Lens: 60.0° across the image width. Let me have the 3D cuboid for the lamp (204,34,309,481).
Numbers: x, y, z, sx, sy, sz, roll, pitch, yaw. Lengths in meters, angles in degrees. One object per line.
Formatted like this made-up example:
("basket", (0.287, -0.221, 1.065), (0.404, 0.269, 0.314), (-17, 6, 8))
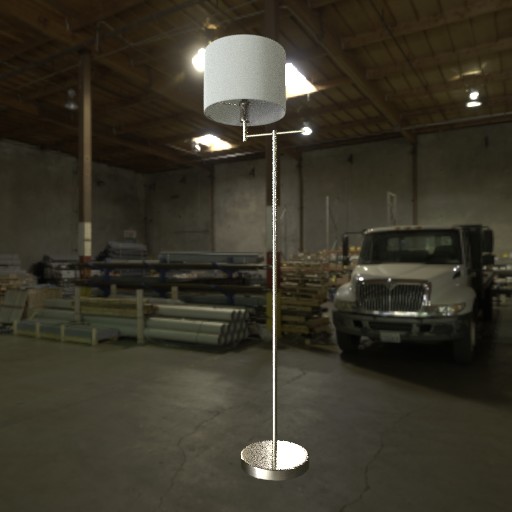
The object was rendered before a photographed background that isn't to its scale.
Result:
("lamp", (0.000, 0.000, 1.740), (0.416, 1.600, 0.324), (0, -1, 18))
